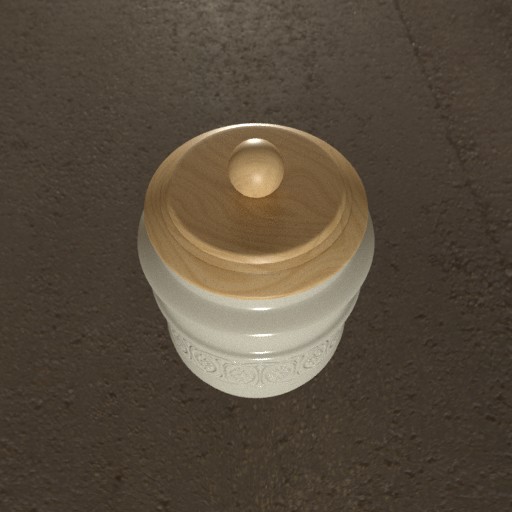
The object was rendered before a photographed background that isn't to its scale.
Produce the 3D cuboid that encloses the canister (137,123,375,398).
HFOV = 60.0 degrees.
[{"bbox_3d":[0.000,0.000,0.269,0.130,0.176,0.130,0,57,0],"label":"canister"}]
